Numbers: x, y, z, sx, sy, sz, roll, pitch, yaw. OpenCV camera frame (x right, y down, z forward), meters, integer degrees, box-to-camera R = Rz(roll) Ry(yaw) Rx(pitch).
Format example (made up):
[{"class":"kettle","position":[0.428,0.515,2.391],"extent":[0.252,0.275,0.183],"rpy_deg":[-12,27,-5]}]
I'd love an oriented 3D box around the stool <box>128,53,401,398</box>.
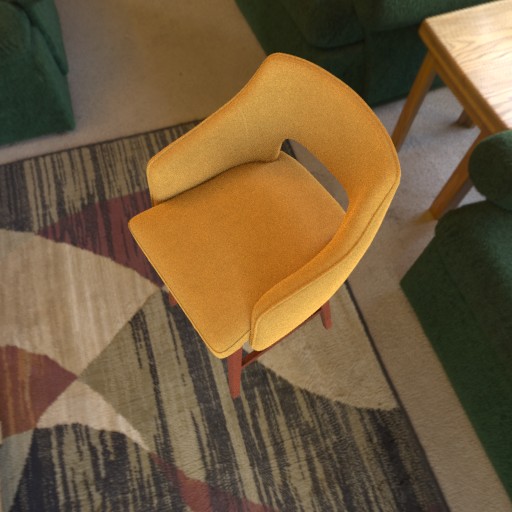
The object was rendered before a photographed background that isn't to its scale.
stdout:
[{"class":"stool","position":[0.000,0.000,1.350],"extent":[0.558,1.012,0.548],"rpy_deg":[-33,69,-15]}]
